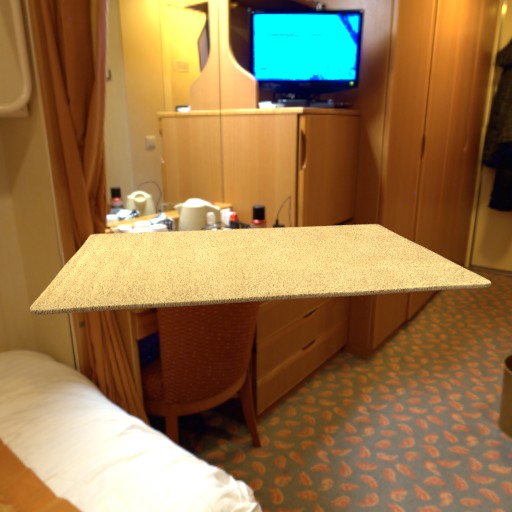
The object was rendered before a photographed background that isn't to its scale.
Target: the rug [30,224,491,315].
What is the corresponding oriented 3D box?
[{"bbox_3d":[0.000,0.000,2.899,2.349,0.025,1.500,-3,17,-9],"label":"rug"}]
